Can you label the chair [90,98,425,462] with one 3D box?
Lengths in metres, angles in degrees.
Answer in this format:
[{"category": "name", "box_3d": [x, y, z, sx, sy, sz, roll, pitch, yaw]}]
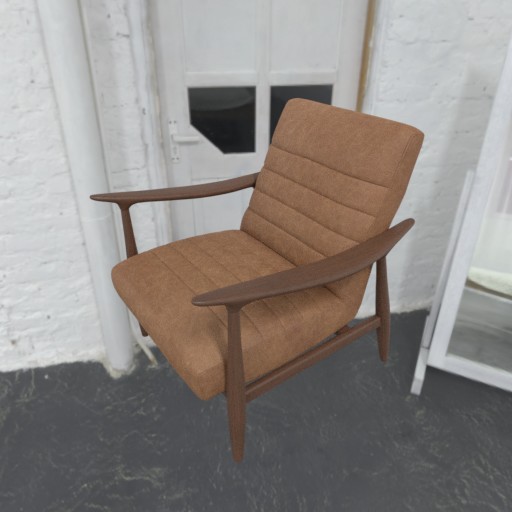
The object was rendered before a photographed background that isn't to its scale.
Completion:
[{"category": "chair", "box_3d": [0.000, 0.000, 1.438, 0.798, 0.832, 0.741, -20, 36, -30]}]
